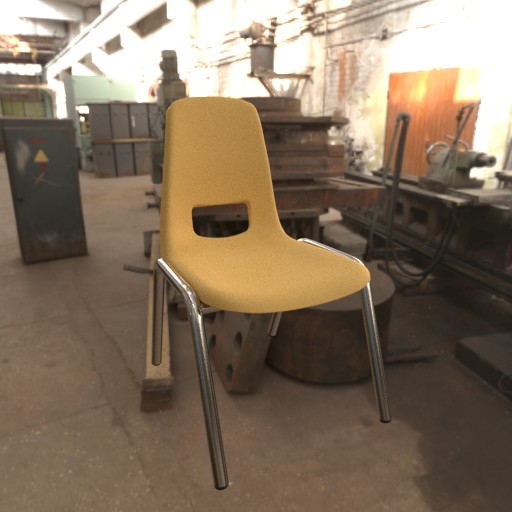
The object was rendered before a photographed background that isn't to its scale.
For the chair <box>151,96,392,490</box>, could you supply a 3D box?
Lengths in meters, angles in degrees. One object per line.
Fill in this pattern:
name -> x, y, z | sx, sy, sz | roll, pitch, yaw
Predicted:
chair -> 0.000, 0.000, 0.836 | 0.354, 0.586, 0.423 | -9, 19, -27
